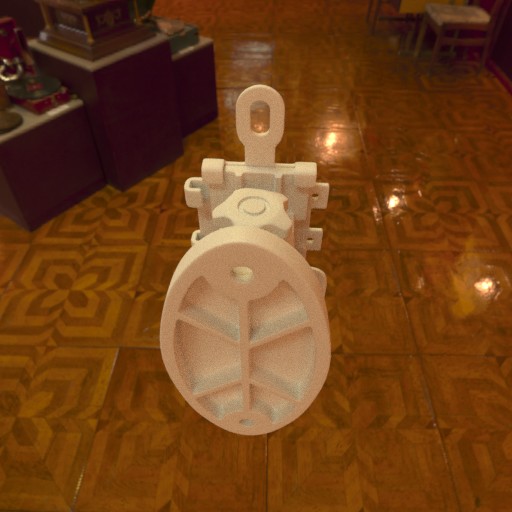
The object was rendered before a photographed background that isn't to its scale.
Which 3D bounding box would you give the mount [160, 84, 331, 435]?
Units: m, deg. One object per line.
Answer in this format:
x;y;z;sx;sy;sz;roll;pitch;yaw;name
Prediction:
0.000;0.000;0.175;0.066;0.118;0.100;3;45;3;mount
